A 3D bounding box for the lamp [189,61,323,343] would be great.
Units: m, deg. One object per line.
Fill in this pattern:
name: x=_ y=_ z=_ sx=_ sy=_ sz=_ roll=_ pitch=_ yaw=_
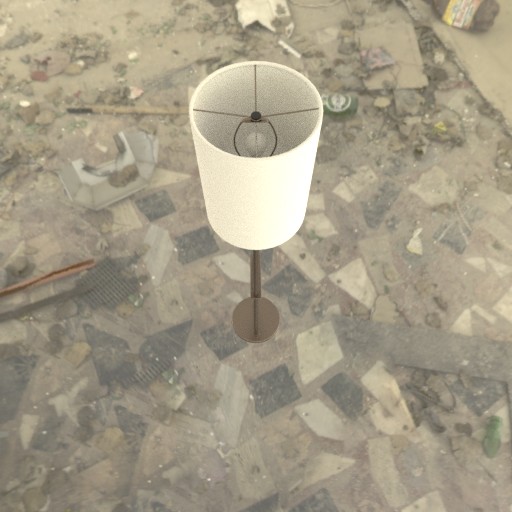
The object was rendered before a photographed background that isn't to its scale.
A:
lamp: x=0.000 y=0.000 z=1.677 sx=0.305 sy=1.500 sz=0.306 roll=-1 pitch=63 yaw=0
